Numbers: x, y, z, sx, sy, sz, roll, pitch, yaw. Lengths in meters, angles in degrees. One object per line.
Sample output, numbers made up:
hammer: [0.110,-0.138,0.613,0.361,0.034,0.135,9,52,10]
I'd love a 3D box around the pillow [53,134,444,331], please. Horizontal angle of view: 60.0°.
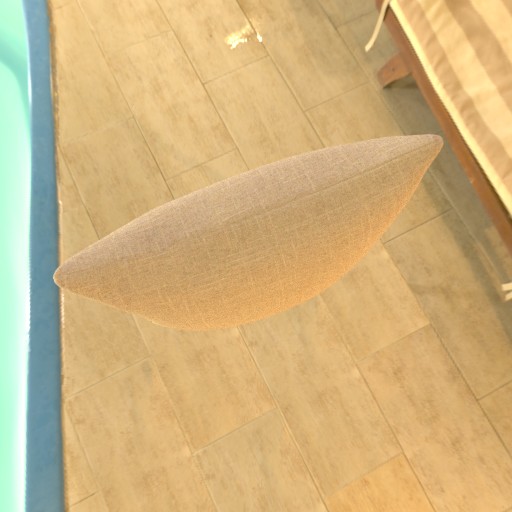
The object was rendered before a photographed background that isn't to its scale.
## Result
pillow: [0.000,0.000,0.628,0.414,0.399,0.173,-20,76,-5]
